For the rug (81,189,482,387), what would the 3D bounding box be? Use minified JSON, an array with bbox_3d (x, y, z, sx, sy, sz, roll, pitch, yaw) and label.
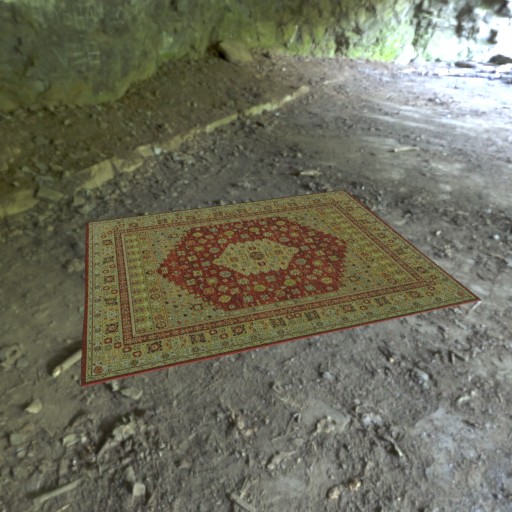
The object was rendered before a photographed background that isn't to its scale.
[{"bbox_3d":[0.000,0.000,4.142,3.053,0.013,2.387,-9,32,-15],"label":"rug"}]
